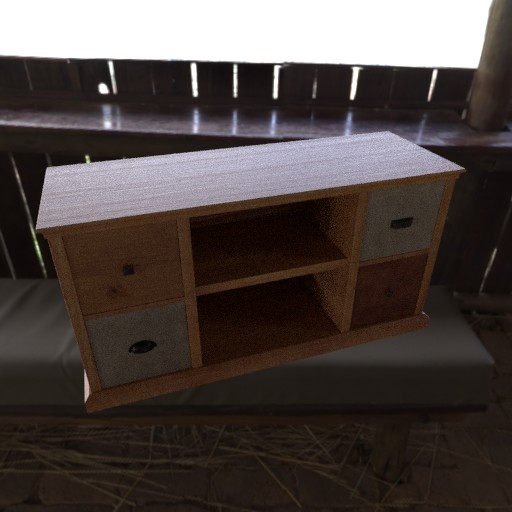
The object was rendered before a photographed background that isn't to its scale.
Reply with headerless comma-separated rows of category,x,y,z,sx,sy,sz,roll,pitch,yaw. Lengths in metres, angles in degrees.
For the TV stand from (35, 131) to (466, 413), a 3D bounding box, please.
TV stand,0.000,0.000,1.468,1.181,0.607,0.417,-10,33,-16
